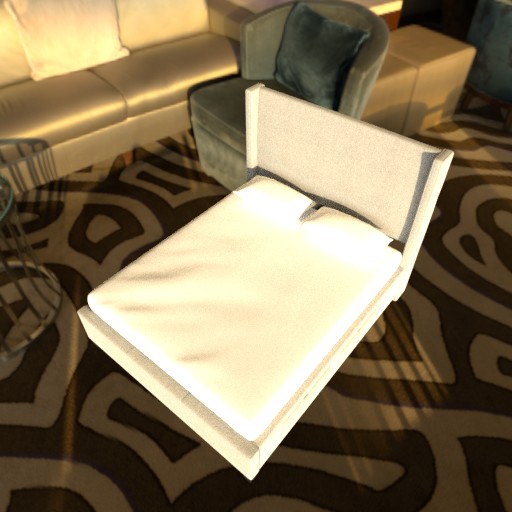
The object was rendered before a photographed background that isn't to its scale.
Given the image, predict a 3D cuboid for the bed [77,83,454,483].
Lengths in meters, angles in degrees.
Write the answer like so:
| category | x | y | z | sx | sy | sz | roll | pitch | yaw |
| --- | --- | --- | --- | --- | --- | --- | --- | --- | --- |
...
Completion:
| category | x | y | z | sx | sy | sz | roll | pitch | yaw |
| --- | --- | --- | --- | --- | --- | --- | --- | --- | --- |
| bed | 0.000 | 0.000 | 3.407 | 1.774 | 1.491 | 2.222 | 30 | 52 | 27 |
